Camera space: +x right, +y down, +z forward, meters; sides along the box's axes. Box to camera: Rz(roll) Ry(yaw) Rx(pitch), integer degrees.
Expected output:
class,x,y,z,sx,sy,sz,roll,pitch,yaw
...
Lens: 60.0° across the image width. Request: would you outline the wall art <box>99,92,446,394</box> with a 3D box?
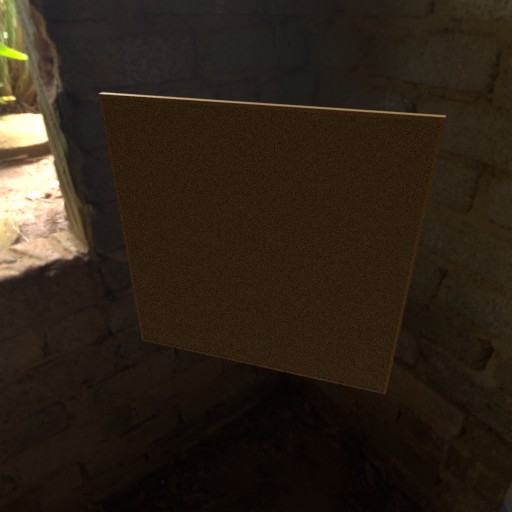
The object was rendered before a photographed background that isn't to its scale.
class,x,y,z,sx,sy,sz,roll,pitch,yaw
wall art,0.000,0.000,0.985,0.657,0.655,0.014,9,32,14
